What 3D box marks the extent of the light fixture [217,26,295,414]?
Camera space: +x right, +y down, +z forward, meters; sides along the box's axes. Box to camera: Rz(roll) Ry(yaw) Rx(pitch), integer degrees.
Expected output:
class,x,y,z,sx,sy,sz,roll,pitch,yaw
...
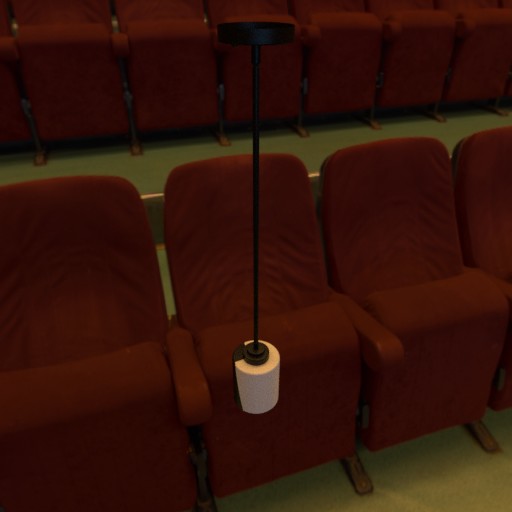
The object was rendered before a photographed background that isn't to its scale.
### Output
class,x,y,z,sx,sy,sz,roll,pitch,yaw
light fixture,0.000,0.000,0.931,0.123,0.863,0.123,-10,34,-15
